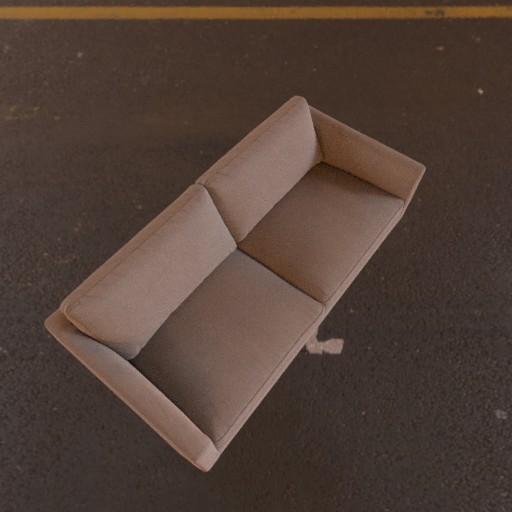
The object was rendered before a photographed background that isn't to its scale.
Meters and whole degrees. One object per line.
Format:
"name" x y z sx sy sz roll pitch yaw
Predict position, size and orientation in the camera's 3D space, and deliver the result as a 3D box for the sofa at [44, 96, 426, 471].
"sofa" 0.000 0.000 2.777 1.090 0.838 2.588 34 65 19
